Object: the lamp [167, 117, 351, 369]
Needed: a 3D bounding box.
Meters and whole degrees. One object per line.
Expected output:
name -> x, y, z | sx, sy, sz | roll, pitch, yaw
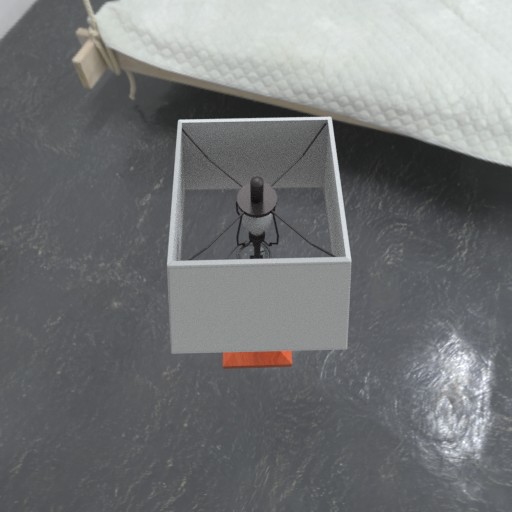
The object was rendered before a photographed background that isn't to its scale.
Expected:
lamp -> 0.000, 0.000, 0.993 | 0.310, 0.737, 0.498 | -1, 63, -1
